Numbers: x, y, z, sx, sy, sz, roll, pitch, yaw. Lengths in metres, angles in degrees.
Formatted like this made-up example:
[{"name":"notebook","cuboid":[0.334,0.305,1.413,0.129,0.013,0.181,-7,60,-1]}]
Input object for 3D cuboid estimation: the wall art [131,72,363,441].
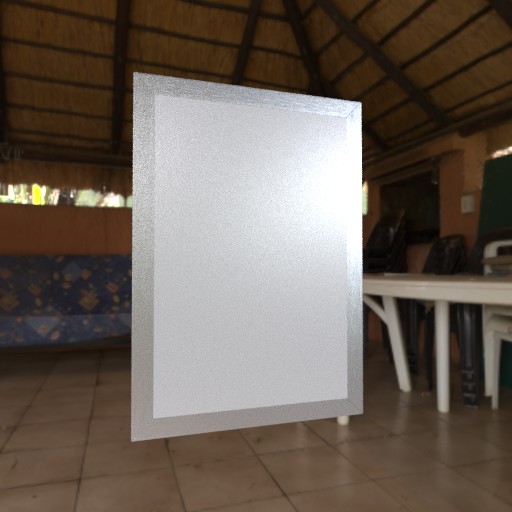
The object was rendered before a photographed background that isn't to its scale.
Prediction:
[{"name":"wall art","cuboid":[0.000,0.000,0.699,0.376,0.529,0.013,0,-1,-19]}]
